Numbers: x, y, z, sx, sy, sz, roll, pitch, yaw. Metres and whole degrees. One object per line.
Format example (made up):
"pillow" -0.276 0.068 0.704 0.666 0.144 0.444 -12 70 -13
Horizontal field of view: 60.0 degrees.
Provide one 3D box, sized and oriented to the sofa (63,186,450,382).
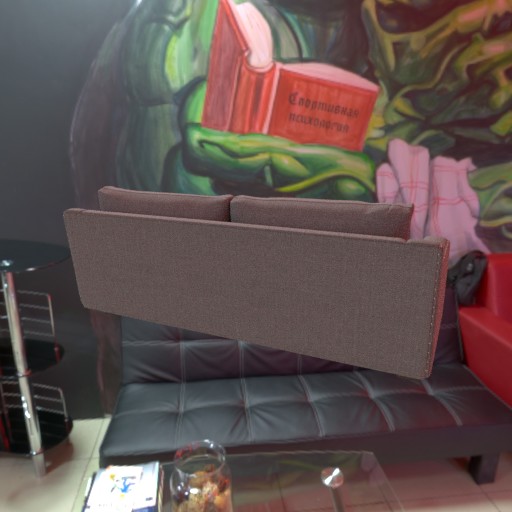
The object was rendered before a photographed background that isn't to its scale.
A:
"sofa" 0.000 0.000 2.805 2.208 0.857 1.000 7 16 25
